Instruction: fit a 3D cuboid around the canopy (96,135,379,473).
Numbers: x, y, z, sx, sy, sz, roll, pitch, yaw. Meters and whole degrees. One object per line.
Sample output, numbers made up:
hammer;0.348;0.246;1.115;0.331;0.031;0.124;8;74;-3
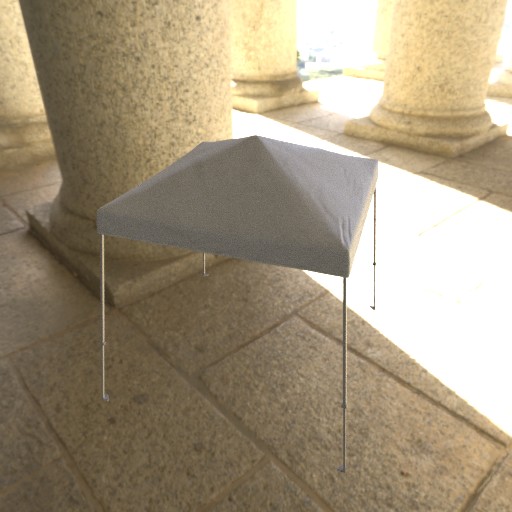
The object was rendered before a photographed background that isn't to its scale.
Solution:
canopy;0.000;0.000;6.581;3.599;3.600;3.600;10;32;16
